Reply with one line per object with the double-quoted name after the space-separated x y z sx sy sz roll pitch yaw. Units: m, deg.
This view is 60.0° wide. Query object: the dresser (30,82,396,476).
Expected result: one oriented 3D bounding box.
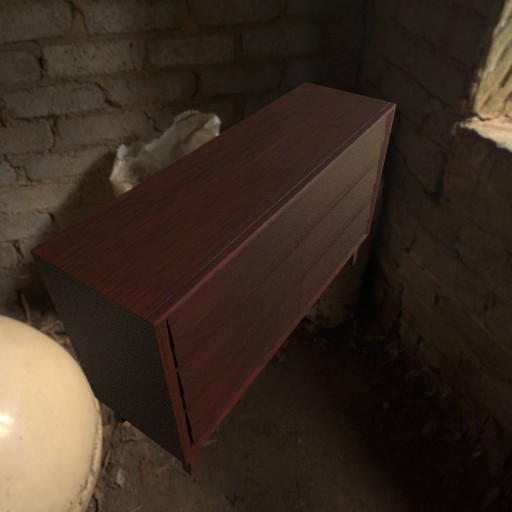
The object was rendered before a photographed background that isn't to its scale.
0.000 0.000 1.997 0.499 0.971 1.609 24 47 25 "dresser"
